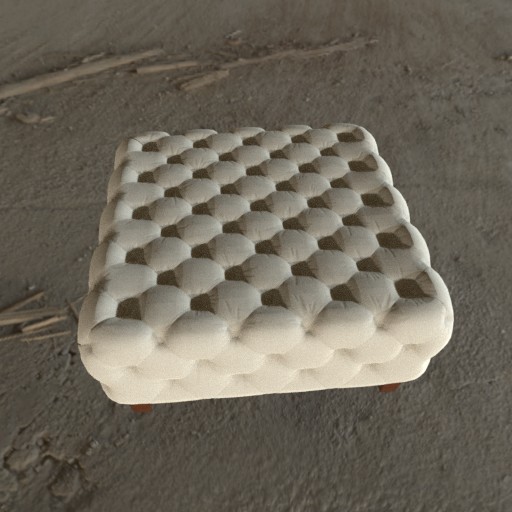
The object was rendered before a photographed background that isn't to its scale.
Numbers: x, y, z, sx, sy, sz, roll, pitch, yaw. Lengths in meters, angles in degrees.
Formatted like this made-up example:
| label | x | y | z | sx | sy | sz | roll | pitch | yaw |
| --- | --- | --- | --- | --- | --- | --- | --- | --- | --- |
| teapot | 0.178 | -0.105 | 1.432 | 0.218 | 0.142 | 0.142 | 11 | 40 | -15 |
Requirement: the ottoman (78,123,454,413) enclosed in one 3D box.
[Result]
| label | x | y | z | sx | sy | sz | roll | pitch | yaw |
| --- | --- | --- | --- | --- | --- | --- | --- | --- | --- |
| ottoman | 0.000 | 0.000 | 1.198 | 0.755 | 0.376 | 0.753 | -4 | 47 | -3 |
